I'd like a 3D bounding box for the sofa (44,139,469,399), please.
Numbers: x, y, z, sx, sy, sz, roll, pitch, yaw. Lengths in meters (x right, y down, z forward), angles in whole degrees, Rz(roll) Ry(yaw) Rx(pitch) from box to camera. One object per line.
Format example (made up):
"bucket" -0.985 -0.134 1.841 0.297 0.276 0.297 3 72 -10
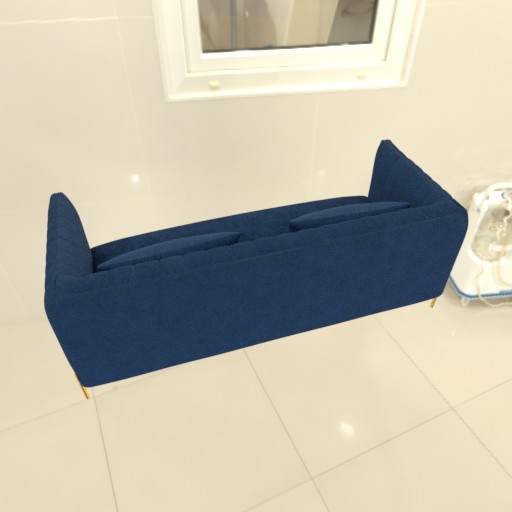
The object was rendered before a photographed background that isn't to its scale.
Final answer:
"sofa" 0.000 0.000 2.564 2.136 0.793 0.896 -12 43 -13
